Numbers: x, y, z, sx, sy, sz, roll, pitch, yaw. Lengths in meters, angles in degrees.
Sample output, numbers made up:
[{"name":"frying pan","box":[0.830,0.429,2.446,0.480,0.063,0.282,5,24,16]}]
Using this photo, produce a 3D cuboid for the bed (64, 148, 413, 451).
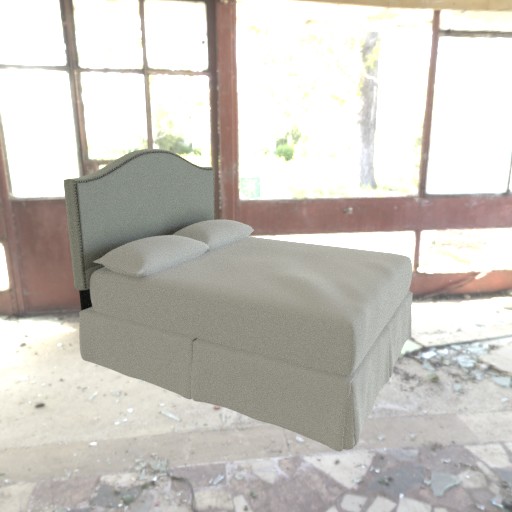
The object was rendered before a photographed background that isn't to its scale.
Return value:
[{"name":"bed","box":[0.000,0.000,3.453,2.180,1.607,1.813,8,17,28]}]
